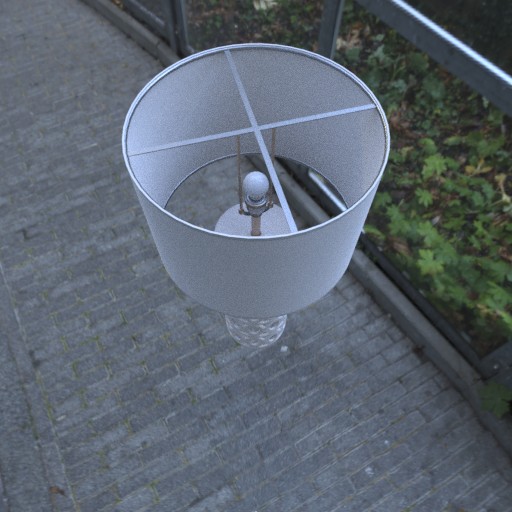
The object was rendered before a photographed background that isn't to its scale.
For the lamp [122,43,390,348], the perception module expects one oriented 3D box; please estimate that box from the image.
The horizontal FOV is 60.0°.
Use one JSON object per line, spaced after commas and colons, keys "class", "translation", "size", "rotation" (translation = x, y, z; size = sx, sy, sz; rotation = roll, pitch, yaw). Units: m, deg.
{"class": "lamp", "translation": [0.000, 0.000, 0.819], "size": [0.325, 0.636, 0.324], "rotation": [-13, 61, -8]}
